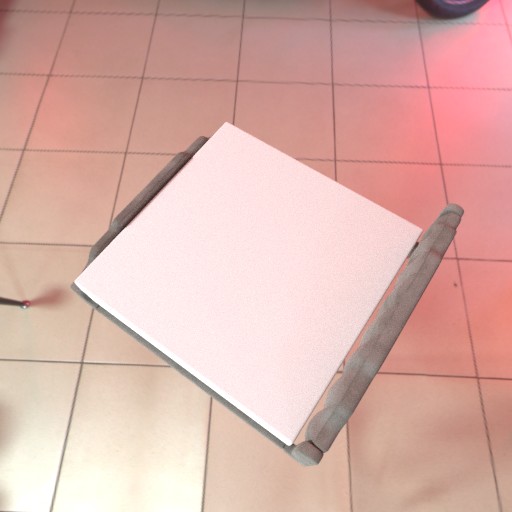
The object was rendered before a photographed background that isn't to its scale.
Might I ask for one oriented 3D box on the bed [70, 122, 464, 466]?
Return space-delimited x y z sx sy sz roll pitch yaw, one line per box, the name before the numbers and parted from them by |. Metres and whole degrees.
bed | 0.000 0.000 3.538 2.340 1.245 2.074 32 68 15
